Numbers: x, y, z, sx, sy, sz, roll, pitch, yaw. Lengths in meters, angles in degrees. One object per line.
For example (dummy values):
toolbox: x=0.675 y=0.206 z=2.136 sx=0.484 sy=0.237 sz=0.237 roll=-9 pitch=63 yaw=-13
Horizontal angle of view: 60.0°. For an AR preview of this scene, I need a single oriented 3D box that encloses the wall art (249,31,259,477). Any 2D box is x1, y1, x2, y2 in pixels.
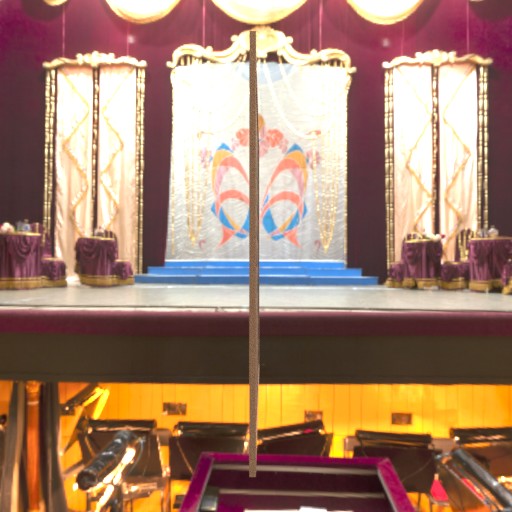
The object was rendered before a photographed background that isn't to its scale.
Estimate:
wall art: x=0.000 y=0.000 z=1.208 sx=0.012 sy=0.809 sz=0.809 roll=0 pitch=-1 yaw=1
